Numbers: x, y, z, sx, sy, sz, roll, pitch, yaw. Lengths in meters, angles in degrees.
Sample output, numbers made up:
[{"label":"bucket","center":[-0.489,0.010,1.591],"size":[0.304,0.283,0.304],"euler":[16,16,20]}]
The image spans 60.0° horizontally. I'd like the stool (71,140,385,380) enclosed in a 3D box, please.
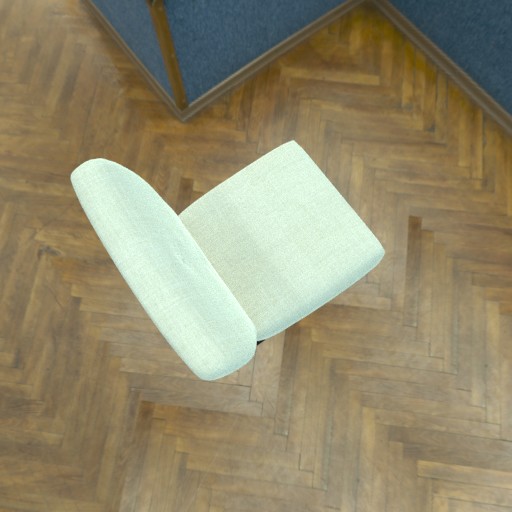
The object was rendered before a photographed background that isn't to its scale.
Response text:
[{"label":"stool","center":[0.000,0.000,1.320],"size":[0.603,0.972,0.514],"euler":[-34,77,-9]}]
